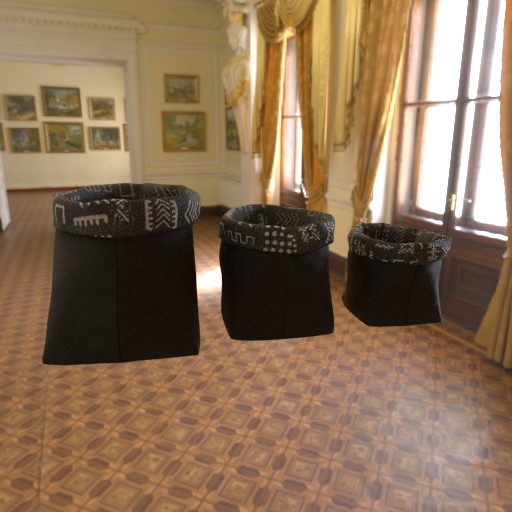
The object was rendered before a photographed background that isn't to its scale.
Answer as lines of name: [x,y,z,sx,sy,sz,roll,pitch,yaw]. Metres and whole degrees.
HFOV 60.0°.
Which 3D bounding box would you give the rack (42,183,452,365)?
rack: [0.000,0.000,1.047,0.905,0.323,0.379,-3,15,-9]
